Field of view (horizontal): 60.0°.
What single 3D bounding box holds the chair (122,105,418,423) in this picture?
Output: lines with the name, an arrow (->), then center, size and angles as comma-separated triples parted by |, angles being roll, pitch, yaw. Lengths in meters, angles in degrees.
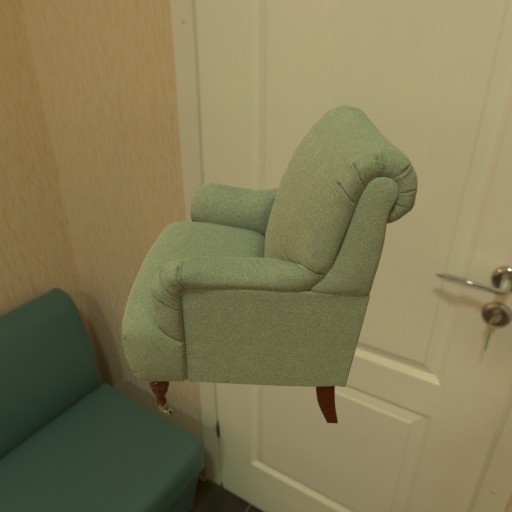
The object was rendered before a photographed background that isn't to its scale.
chair -> 0.000, 0.000, 2.000 | 1.060, 1.178, 0.964 | 1, 28, 2
